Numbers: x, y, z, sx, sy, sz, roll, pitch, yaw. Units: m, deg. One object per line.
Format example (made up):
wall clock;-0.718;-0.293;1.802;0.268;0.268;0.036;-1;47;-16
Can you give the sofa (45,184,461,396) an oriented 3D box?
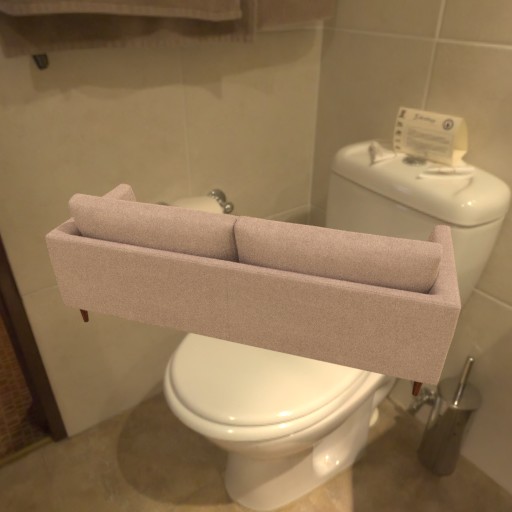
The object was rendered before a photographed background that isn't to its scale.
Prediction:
sofa;0.000;0.000;2.777;2.250;0.868;1.020;9;33;15
